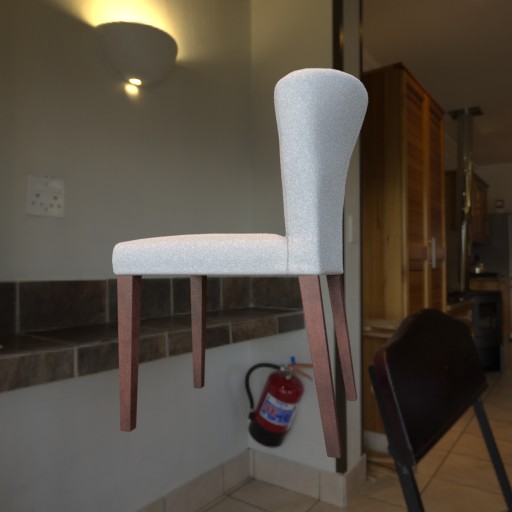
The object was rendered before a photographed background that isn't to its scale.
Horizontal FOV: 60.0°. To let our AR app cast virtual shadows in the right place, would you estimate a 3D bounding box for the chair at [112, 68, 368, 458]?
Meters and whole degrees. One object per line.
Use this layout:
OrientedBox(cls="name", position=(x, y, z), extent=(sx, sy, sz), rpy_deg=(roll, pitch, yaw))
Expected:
OrientedBox(cls="chair", position=(0.000, 0.000, 1.193), extent=(0.592, 0.839, 0.491), rpy_deg=(-1, -2, 17))
